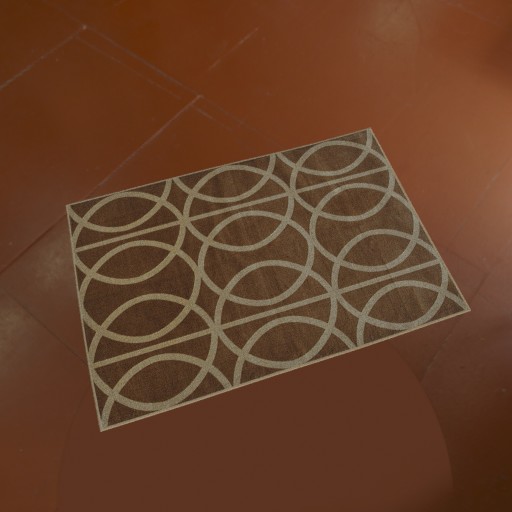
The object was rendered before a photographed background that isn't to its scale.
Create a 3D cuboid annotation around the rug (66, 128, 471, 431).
[{"bbox_3d":[0.000,0.000,2.880,2.290,0.014,1.526,-16,66,-7],"label":"rug"}]
